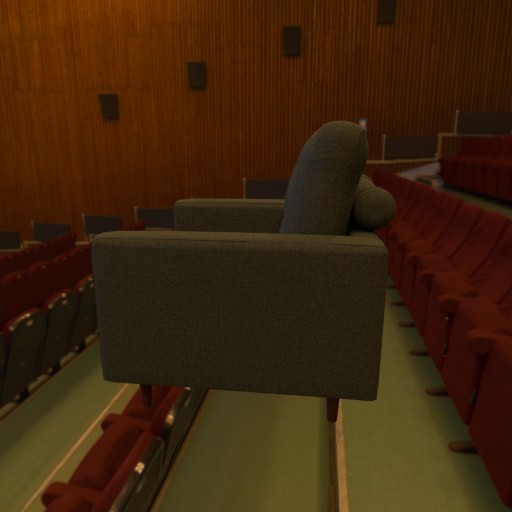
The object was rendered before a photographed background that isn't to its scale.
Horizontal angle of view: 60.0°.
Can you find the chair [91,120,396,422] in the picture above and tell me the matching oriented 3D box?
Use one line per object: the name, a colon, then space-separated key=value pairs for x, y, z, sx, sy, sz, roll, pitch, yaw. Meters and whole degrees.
chair: x=0.000 y=0.000 z=1.548 sx=0.843 sy=0.880 sz=0.821 roll=2 pitch=15 yaw=7
